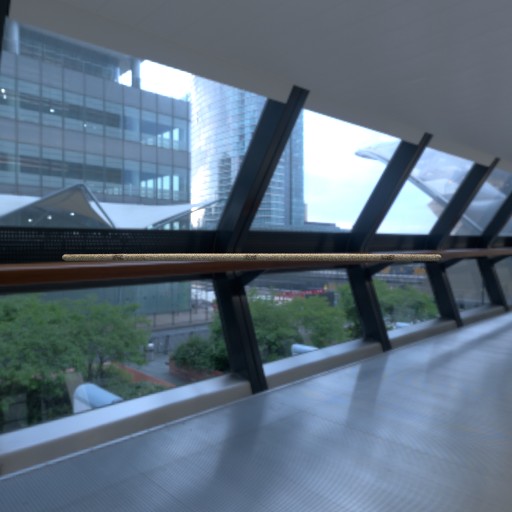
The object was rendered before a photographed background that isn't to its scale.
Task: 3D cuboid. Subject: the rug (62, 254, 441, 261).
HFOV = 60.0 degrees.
[{"bbox_3d":[0.000,0.000,2.907,1.501,0.024,2.348,0,0,1],"label":"rug"}]
